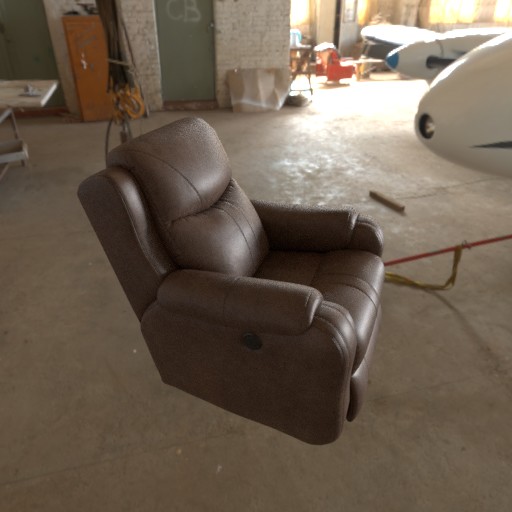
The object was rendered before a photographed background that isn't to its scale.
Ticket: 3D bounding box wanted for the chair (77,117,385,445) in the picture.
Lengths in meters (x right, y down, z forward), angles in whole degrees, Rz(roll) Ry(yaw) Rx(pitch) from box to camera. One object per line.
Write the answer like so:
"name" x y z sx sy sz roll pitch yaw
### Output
"chair" 0.000 0.000 1.848 1.067 0.990 0.940 11 31 18
